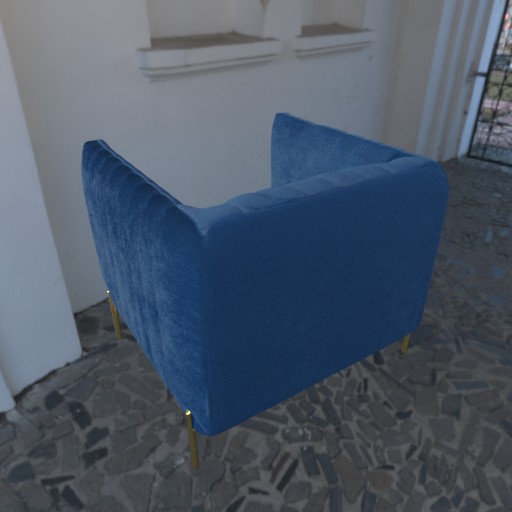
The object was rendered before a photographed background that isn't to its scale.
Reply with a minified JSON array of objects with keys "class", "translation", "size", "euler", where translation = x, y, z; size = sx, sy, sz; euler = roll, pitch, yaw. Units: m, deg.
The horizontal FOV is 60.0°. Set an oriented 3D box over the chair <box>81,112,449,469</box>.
[{"class":"chair","translation":[0.000,0.000,1.586],"size":[0.947,0.793,0.877],"euler":[-18,34,-28]}]
